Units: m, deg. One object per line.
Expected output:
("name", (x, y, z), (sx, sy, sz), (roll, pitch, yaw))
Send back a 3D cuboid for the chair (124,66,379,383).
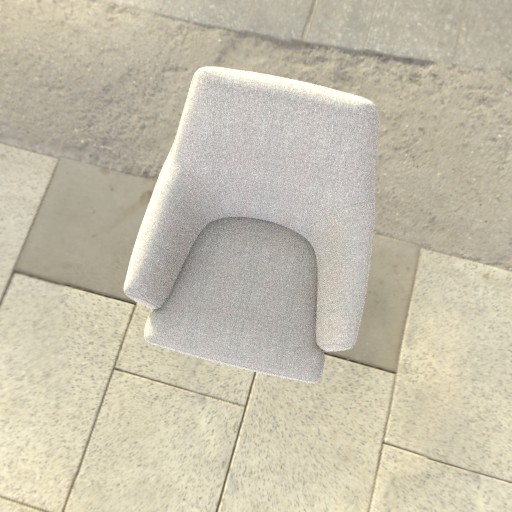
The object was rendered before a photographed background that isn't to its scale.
("chair", (0.000, 0.000, 1.371), (0.642, 0.874, 0.677), (13, 76, 3))
